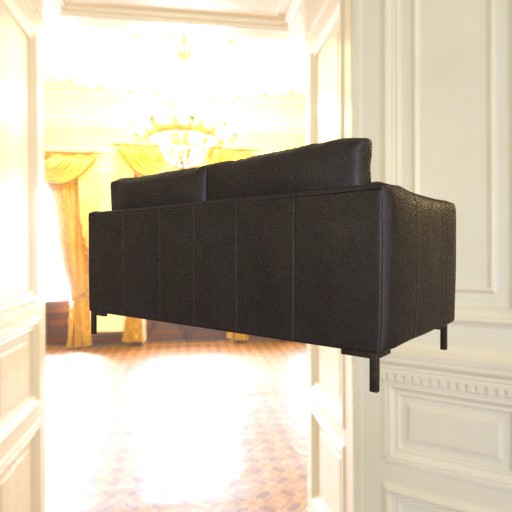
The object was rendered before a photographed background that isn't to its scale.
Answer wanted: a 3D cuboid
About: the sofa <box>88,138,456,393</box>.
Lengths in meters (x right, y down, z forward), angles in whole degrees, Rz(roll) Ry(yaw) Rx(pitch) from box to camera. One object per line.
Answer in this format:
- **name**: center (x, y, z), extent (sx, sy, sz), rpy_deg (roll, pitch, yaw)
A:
- **sofa**: center (0.000, 0.000, 2.308), extent (1.805, 0.883, 0.947), rpy_deg (0, 1, 36)
